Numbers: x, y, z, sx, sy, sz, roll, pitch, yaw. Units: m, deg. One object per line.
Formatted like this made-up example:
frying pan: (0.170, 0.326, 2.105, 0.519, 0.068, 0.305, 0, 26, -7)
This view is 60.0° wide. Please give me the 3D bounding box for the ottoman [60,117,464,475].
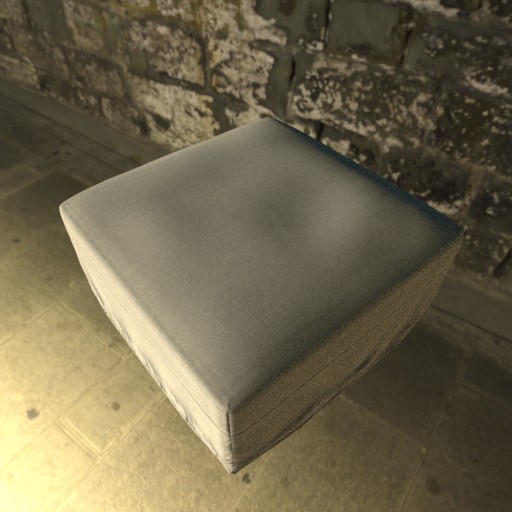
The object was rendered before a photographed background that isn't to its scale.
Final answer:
ottoman: (0.000, 0.000, 1.349, 0.840, 0.436, 0.843, -31, 53, -27)
